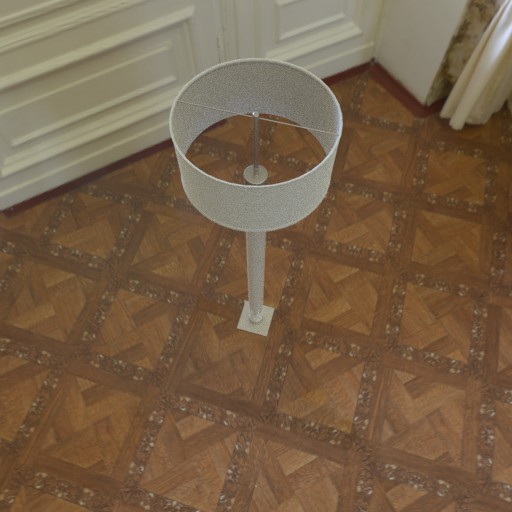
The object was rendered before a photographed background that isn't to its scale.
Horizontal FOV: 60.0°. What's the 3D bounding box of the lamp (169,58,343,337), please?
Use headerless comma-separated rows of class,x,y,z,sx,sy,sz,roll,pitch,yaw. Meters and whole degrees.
lamp,0.000,0.000,1.717,0.420,1.475,0.420,14,63,7
